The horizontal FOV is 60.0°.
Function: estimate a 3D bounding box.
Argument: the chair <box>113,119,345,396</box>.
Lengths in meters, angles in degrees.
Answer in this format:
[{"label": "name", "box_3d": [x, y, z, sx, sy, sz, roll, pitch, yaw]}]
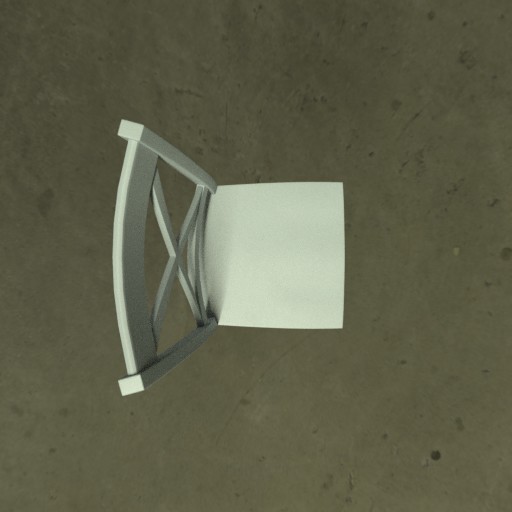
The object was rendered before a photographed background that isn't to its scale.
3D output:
[{"label": "chair", "box_3d": [0.000, 0.000, 1.273, 0.542, 0.983, 0.485, 0, 90, -1]}]
